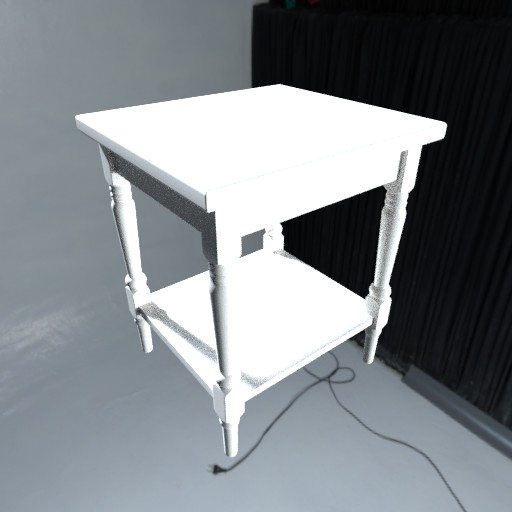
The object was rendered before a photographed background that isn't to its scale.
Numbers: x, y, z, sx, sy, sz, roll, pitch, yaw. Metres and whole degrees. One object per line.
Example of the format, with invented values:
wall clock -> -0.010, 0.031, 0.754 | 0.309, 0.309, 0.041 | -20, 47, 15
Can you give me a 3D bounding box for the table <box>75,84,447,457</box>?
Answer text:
table -> 0.000, 0.000, 0.925 | 0.488, 0.565, 0.442 | -22, 38, -32
